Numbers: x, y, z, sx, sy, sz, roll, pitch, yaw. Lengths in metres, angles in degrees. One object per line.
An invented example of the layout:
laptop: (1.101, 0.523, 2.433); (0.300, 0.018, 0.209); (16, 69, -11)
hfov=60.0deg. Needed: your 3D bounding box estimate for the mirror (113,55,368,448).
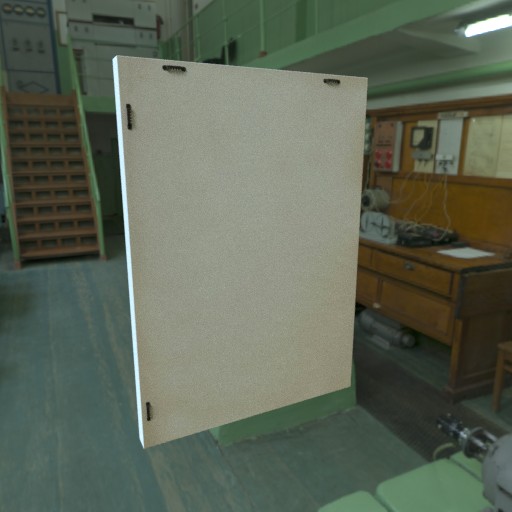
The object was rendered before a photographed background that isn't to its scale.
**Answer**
mirror: (0.000, 0.000, 0.904); (0.507, 0.710, 0.040); (-7, 15, -26)
